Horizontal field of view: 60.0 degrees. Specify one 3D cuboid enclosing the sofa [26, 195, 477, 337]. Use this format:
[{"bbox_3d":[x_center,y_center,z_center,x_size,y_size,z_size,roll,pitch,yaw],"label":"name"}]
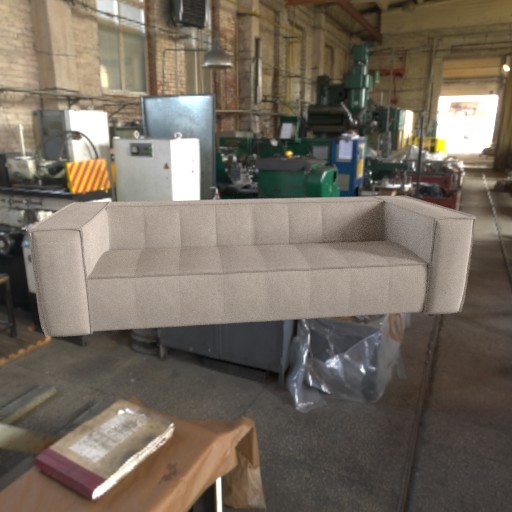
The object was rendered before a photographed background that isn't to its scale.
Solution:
[{"bbox_3d":[0.000,0.000,3.120,2.697,0.680,1.038,-2,16,-8],"label":"sofa"}]
